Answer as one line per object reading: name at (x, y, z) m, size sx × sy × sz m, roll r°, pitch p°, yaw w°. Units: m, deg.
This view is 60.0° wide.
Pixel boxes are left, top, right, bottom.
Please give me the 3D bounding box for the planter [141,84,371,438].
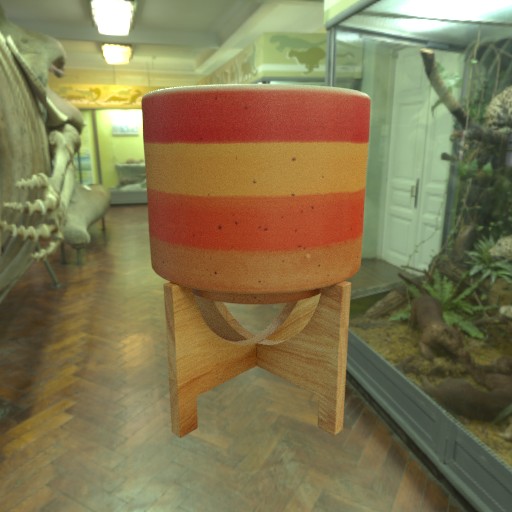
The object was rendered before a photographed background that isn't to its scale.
planter at (0.000, 0.000, 0.559) m, size 0.269 × 0.379 × 0.269 m, roll 0°, pitch 14°, yaw 0°
